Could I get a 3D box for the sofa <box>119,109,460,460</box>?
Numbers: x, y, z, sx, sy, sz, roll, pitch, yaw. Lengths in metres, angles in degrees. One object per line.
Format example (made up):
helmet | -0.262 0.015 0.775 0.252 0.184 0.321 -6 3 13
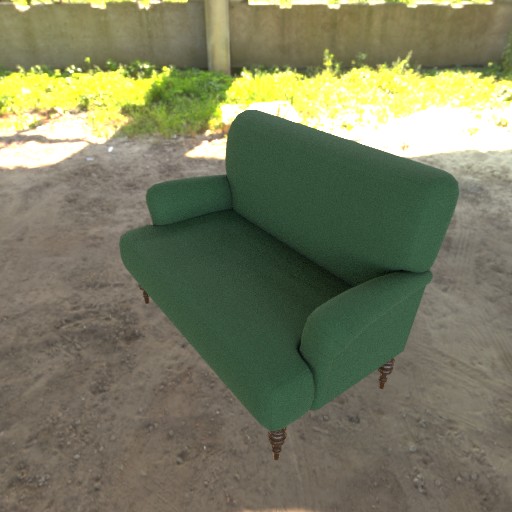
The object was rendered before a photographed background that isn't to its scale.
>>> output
sofa | 0.000 0.000 1.826 0.779 0.889 1.297 -20 37 -30
